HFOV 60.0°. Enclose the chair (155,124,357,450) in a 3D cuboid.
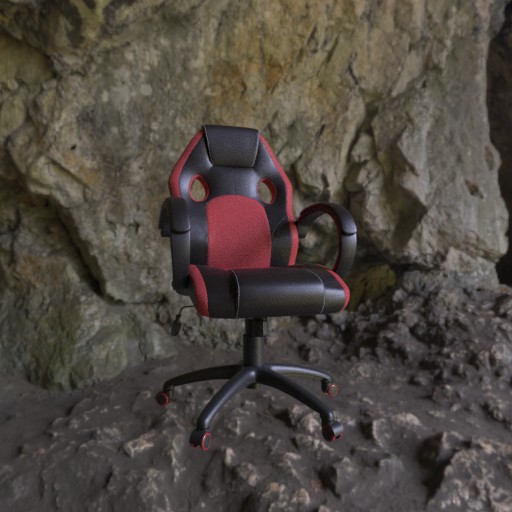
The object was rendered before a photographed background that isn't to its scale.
[{"bbox_3d":[0.000,0.000,1.730,0.750,1.189,0.783,0,1,-18],"label":"chair"}]
